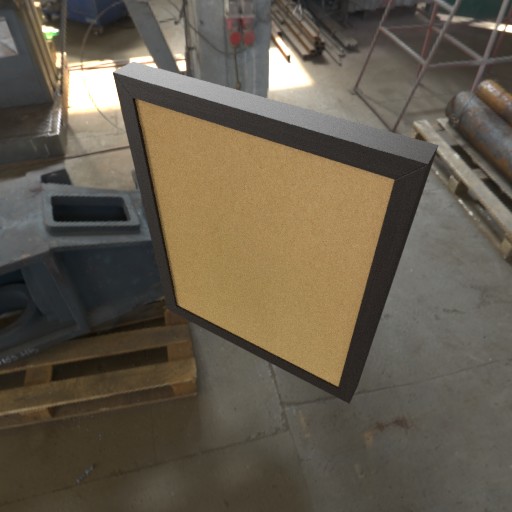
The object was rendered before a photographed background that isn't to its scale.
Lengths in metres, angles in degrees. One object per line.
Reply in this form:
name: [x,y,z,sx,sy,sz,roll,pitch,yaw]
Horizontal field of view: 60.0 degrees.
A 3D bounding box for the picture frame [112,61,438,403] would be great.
picture frame: [0.000,0.000,0.766,0.452,0.555,0.044,23,50,21]
